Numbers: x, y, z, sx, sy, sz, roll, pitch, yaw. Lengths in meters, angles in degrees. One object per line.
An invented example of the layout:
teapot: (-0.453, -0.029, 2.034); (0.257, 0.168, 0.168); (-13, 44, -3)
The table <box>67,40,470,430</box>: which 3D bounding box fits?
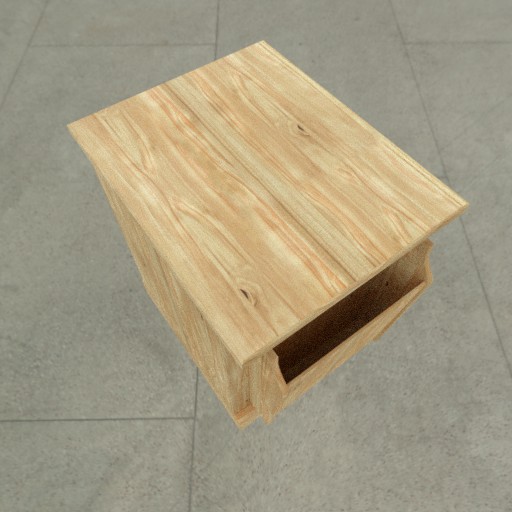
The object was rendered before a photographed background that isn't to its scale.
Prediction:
table: (0.000, 0.000, 0.859); (0.380, 0.515, 0.530); (-32, 63, -18)
